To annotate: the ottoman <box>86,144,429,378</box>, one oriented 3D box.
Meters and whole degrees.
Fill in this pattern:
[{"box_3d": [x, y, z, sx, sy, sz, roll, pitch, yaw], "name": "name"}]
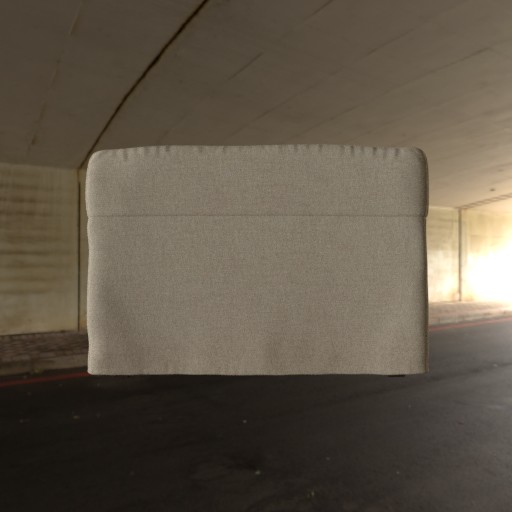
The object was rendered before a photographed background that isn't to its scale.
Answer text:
[{"box_3d": [0.000, 0.000, 1.223, 0.650, 0.485, 0.833, 0, -1, 0], "name": "ottoman"}]
